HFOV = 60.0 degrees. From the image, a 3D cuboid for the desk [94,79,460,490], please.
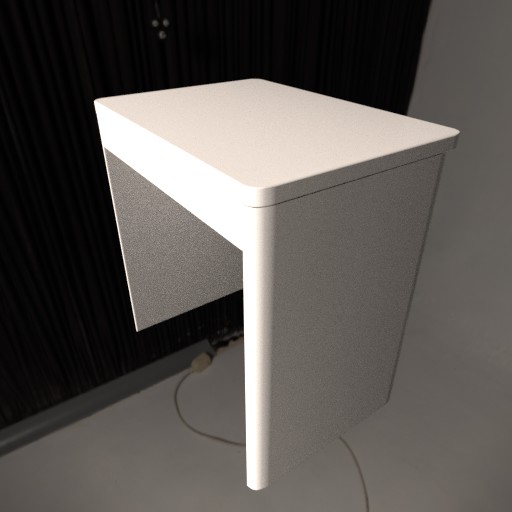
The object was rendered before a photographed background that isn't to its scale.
[{"bbox_3d":[0.000,0.000,1.269,0.549,0.800,0.762,-20,37,-29],"label":"desk"}]
